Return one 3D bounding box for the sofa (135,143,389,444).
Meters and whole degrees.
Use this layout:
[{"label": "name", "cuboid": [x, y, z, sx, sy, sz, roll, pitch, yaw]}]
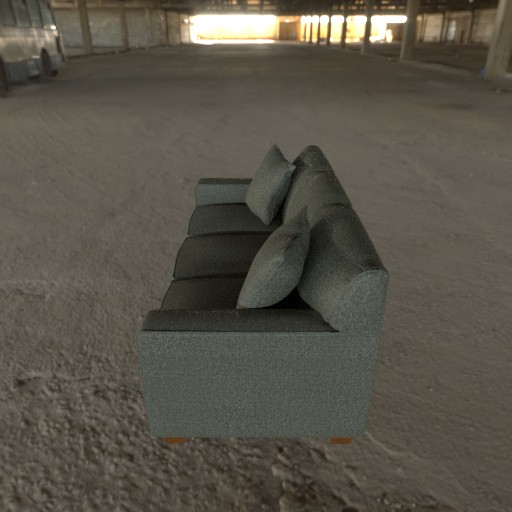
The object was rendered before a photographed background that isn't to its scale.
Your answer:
[{"label": "sofa", "cuboid": [0.000, 0.000, 2.654, 0.997, 0.958, 2.024, 0, 27, 0]}]
